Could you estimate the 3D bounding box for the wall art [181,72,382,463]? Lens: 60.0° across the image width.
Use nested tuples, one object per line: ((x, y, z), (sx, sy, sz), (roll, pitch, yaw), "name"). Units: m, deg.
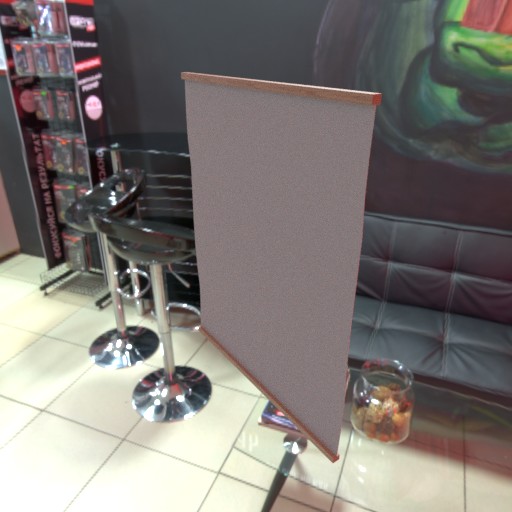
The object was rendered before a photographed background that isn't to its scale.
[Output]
((0.000, 0.000, 0.687), (0.013, 0.508, 0.406), (-17, 31, -31), "wall art")
